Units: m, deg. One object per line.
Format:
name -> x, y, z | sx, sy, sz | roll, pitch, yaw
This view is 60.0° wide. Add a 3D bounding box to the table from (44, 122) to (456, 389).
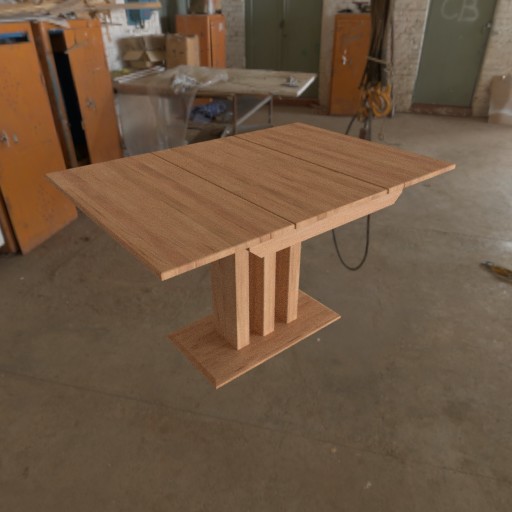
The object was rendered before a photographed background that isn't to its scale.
table -> 0.000, 0.000, 1.887 | 1.300, 0.770, 0.900 | -22, 36, -33
